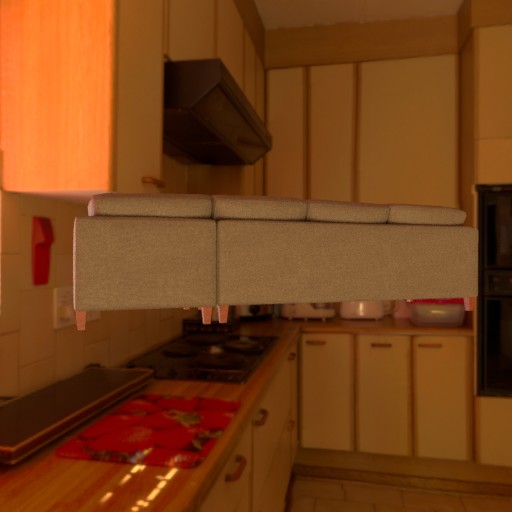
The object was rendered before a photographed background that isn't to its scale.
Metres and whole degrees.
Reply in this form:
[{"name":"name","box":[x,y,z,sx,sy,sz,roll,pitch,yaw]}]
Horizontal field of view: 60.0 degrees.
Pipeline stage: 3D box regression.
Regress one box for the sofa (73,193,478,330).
[{"name":"sofa","box":[0.000,0.000,4.529,3.302,0.947,2.593,0,0,-18]}]
